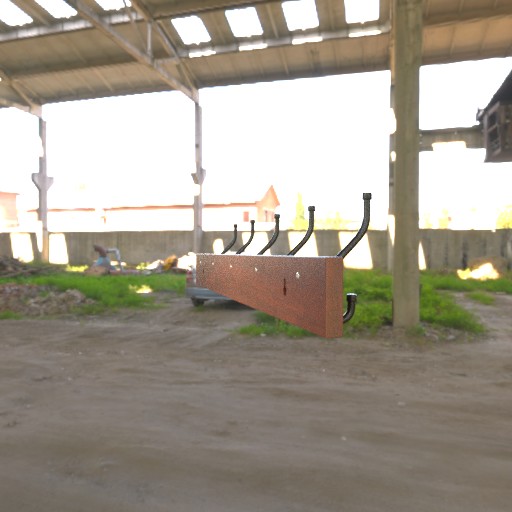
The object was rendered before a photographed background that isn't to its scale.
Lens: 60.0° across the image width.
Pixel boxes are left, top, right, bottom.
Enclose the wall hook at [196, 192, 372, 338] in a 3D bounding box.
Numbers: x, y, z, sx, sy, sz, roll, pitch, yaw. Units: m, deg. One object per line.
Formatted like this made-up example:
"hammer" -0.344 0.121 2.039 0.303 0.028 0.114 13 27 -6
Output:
"wall hook" 0.000 0.000 0.606 0.071 0.117 0.571 0 1 -17
